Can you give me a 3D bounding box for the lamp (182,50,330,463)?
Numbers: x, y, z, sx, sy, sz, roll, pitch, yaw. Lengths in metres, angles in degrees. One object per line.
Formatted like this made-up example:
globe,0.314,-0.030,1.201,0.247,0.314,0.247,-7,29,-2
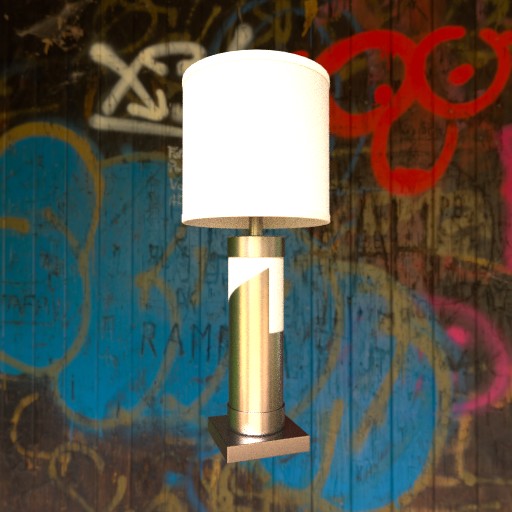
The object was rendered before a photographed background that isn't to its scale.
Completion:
lamp,0.000,0.000,0.614,0.202,0.509,0.202,0,-1,-19
